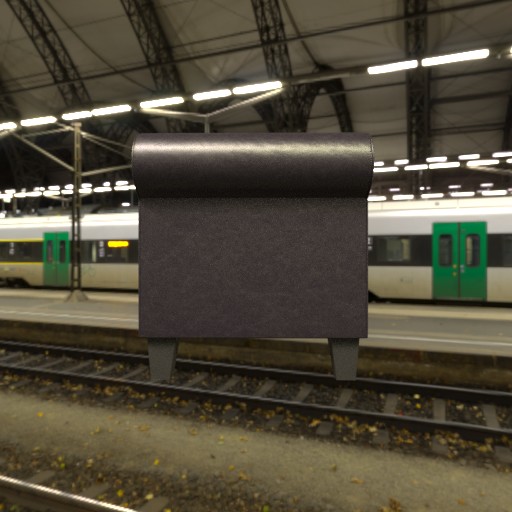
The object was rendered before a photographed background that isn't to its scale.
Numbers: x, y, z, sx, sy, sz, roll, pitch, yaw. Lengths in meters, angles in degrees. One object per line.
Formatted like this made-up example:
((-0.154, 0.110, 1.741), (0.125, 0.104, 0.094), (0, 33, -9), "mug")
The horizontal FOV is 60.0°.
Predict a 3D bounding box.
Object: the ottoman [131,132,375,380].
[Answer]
((0.000, 0.000, 1.540), (0.521, 0.547, 1.256), (0, 0, 1), "ottoman")
